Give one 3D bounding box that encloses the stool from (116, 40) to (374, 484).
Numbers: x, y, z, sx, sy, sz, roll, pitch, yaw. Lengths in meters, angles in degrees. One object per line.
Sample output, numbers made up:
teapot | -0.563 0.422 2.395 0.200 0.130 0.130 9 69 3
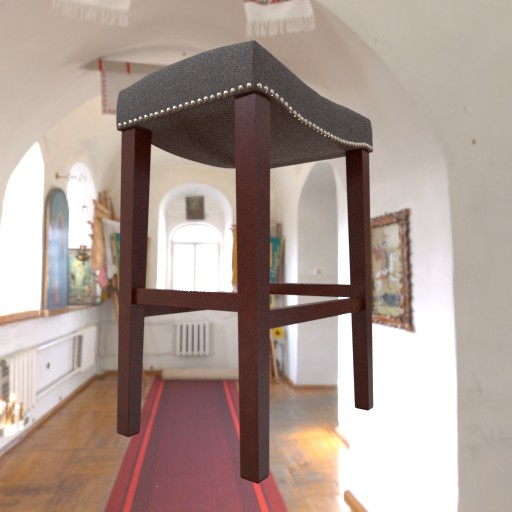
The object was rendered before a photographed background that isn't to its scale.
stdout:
stool | 0.000 0.000 1.011 0.372 0.742 0.504 -1 -2 37
